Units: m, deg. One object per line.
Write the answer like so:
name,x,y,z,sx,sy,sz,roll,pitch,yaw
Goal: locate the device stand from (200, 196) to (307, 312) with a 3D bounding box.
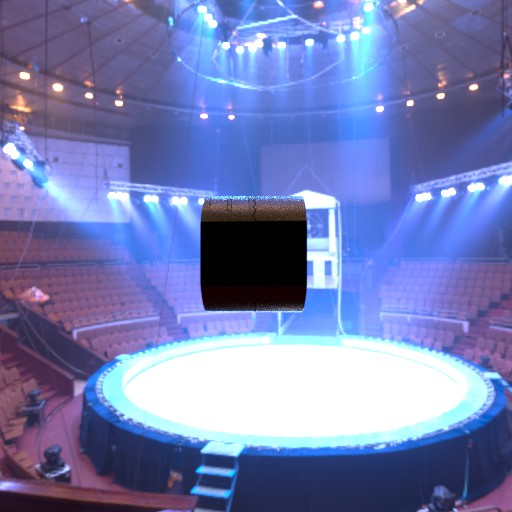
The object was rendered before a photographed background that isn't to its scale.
device stand,0.000,0.000,0.187,0.026,0.030,0.179,0,-1,0
